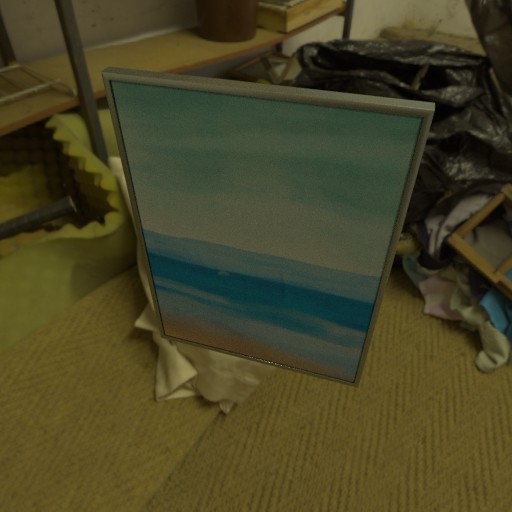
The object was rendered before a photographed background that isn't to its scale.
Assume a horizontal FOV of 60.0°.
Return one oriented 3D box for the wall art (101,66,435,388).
[{"bbox_3d":[0.000,0.000,1.391,0.803,1.062,0.041,11,43,13],"label":"wall art"}]
